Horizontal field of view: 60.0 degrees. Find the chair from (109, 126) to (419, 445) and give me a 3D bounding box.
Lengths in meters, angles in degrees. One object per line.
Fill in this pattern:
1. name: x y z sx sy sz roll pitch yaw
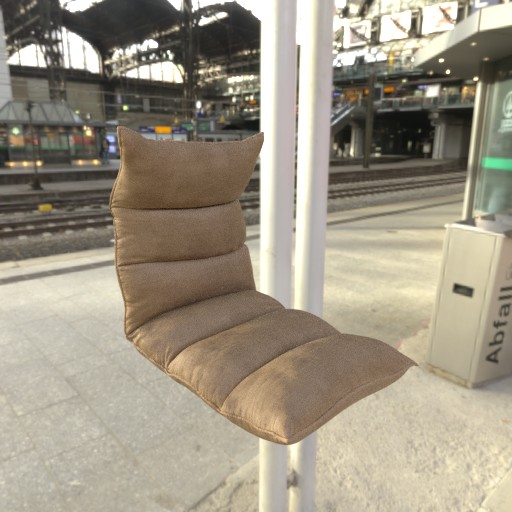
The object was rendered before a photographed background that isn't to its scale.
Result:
1. chair: 0.000 0.000 1.591 0.714 0.892 0.985 -13 19 -42
